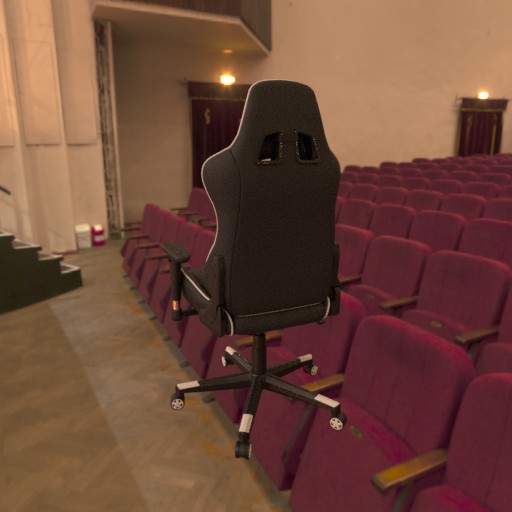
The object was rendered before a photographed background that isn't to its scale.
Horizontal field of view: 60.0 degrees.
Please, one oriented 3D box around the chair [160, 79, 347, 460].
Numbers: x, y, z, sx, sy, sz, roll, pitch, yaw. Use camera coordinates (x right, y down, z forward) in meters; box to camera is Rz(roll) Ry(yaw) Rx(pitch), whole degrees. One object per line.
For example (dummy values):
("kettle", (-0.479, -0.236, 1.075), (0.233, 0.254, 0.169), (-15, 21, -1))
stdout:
("chair", (0.000, 0.000, 1.728), (0.700, 1.240, 0.700), (-7, 15, -24))
